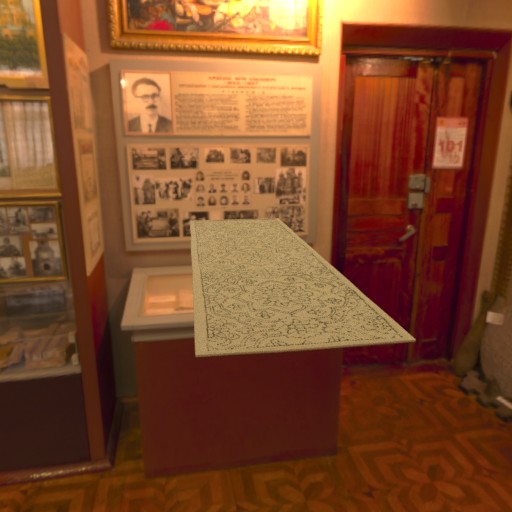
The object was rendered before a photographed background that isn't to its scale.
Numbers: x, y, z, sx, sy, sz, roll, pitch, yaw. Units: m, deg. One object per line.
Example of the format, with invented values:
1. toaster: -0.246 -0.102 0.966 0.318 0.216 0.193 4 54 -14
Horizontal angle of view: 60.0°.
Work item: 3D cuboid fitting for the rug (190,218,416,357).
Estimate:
1. rug: 0.000 0.000 2.655 0.769 0.012 2.448 -2 15 -8
